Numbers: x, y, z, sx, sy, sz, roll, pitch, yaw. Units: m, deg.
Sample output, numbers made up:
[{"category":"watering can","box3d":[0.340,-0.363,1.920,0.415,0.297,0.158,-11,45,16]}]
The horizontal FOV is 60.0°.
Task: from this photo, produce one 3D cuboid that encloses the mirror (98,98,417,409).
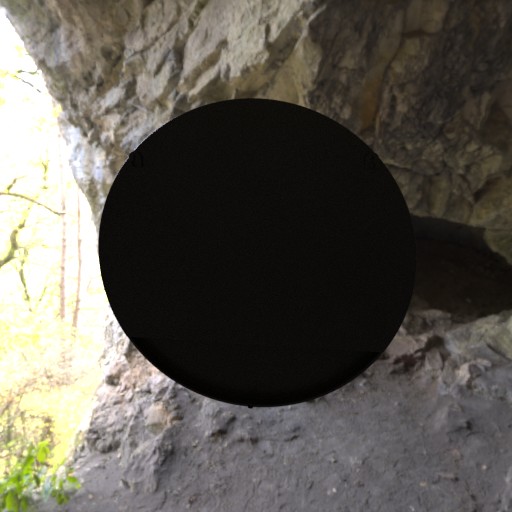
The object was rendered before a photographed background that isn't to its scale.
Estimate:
[{"category":"mirror","box3d":[0.000,0.000,0.692,0.457,0.457,0.133,2,16,7]}]
